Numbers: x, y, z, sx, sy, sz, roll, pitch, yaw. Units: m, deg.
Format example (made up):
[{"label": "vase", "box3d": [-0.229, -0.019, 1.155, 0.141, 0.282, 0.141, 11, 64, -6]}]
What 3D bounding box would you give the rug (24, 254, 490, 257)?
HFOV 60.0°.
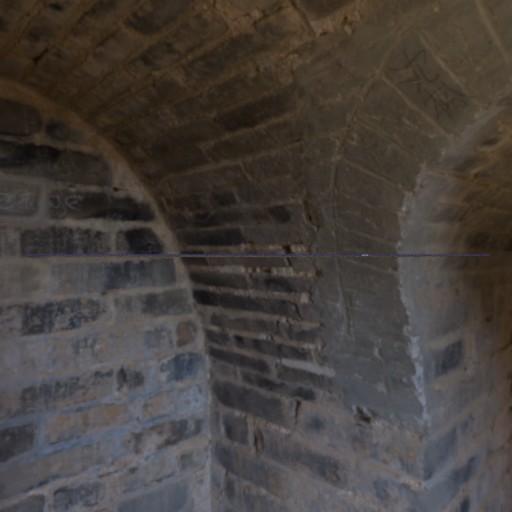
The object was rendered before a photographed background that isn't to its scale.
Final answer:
[{"label": "rug", "box3d": [0.000, 0.000, 3.792, 2.940, 0.011, 2.053, 0, 0, -1]}]
